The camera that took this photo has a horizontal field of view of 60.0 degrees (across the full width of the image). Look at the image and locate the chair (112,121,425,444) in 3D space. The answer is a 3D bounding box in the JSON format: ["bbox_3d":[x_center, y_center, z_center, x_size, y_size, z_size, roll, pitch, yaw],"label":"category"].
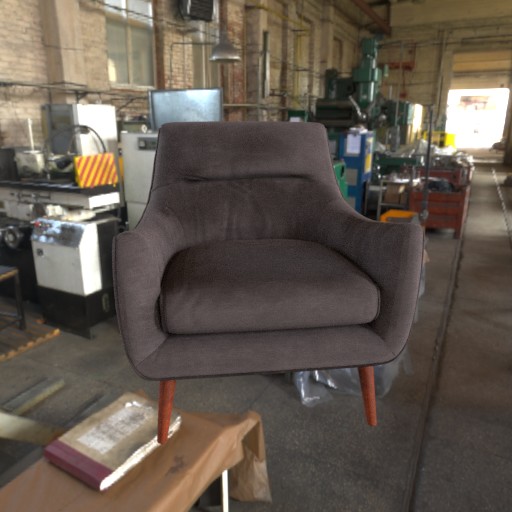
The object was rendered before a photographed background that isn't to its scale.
[{"bbox_3d":[0.000,0.000,1.429,0.762,0.838,0.787,-2,16,-7],"label":"chair"}]
